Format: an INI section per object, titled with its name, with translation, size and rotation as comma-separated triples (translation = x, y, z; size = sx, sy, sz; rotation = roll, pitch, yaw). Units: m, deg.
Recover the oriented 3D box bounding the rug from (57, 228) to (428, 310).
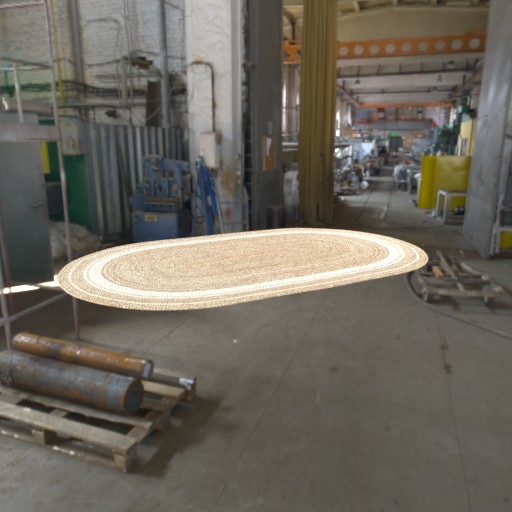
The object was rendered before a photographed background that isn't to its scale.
[rug]
translation = 0.000, 0.000, 2.950
size = 2.432, 0.006, 1.520
rotation = -7, 16, -26
